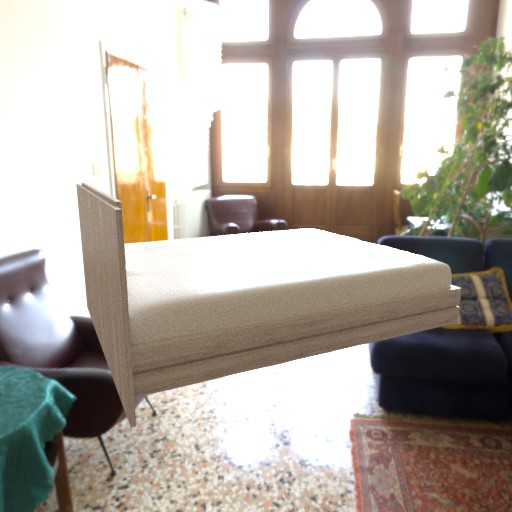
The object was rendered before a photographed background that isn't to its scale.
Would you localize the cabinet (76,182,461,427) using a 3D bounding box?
[{"bbox_3d":[0.000,0.000,3.040,2.080,0.970,1.750,-6,14,-26],"label":"cabinet"}]
